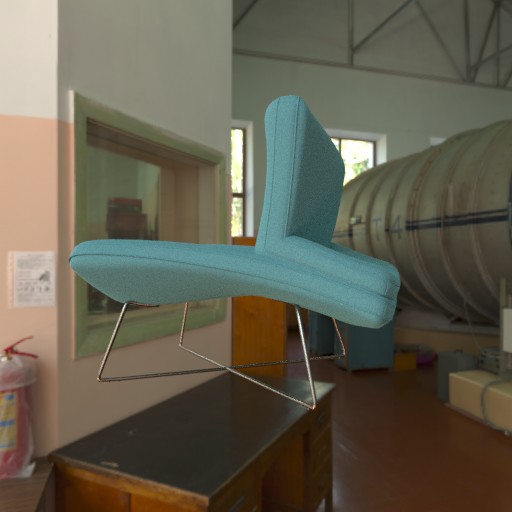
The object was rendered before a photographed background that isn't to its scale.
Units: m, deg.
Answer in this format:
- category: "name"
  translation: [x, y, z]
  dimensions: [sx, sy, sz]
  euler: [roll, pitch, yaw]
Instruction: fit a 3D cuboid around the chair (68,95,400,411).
- category: "chair"
  translation: [0.000, 0.000, 1.628]
  dimensions: [1.008, 0.855, 0.859]
  euler: [0, 0, 18]
